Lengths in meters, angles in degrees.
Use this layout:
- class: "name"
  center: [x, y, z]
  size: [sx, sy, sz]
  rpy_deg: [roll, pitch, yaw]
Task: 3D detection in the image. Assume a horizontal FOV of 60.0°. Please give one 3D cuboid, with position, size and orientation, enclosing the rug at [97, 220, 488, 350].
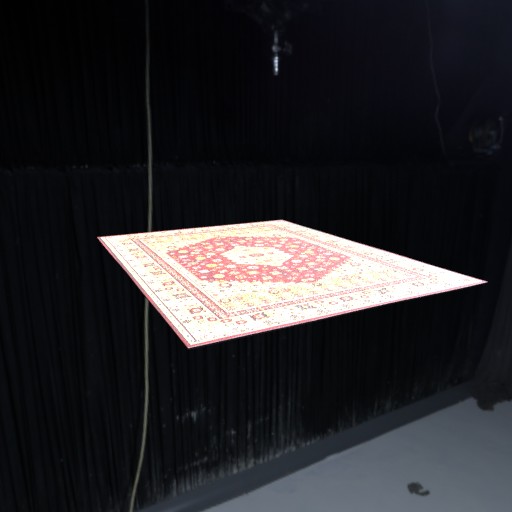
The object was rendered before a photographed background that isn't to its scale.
- class: "rug"
  center: [0.000, 0.000, 4.134]
  size: [2.387, 0.013, 3.053]
  rpy_deg: [-8, 16, -27]
